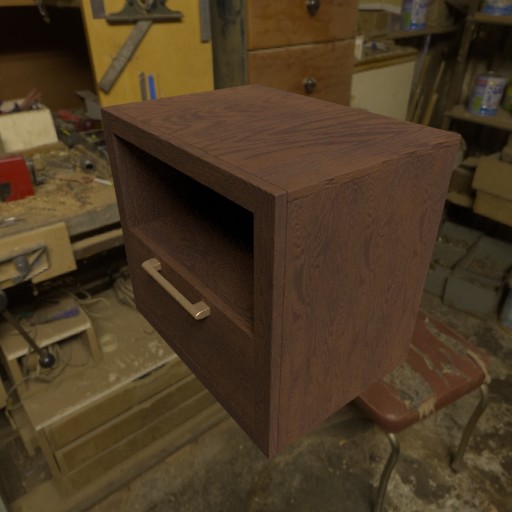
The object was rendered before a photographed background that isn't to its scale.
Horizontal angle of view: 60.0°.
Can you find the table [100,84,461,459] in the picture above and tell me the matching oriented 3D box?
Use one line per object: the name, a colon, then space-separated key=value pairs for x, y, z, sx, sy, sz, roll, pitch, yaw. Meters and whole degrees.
table: x=0.000 y=0.000 z=0.970 sx=0.439 sy=0.585 sz=0.560 roll=-22 pitch=38 yaw=-32
